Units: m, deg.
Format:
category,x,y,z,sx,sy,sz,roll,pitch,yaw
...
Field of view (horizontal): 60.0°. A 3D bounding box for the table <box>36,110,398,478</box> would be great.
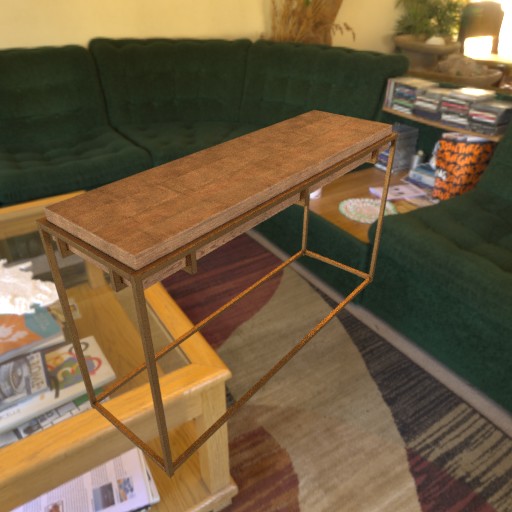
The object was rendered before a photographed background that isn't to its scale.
category,x,y,z,sx,sy,sz,roll,pitch,yaw
table,0.000,0.000,1.772,0.440,0.820,1.400,24,39,32
